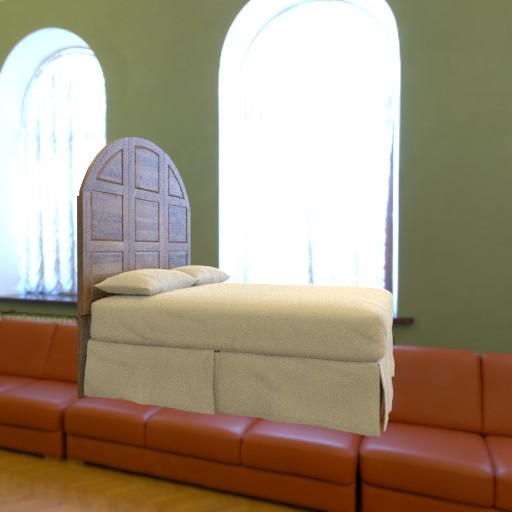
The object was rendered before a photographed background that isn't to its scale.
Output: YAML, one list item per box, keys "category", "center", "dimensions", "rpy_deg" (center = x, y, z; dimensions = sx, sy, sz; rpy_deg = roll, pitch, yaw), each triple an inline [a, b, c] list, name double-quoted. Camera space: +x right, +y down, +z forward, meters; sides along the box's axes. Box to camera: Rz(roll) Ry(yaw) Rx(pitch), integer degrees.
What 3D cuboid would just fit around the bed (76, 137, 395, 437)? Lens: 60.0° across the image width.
- category: "bed"
  center: [0.000, 0.000, 3.537]
  dimensions: [2.112, 2.002, 1.713]
  rpy_deg: [0, 1, 19]
